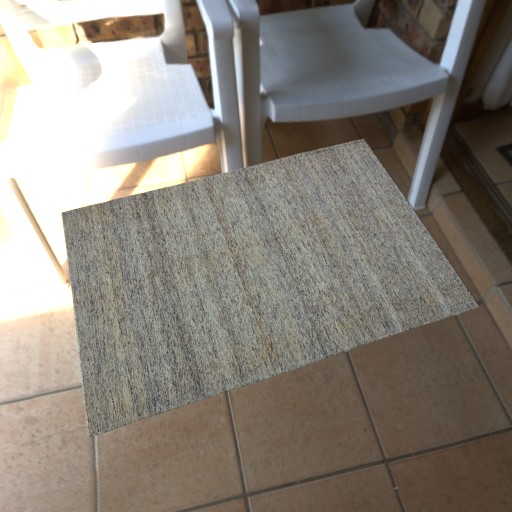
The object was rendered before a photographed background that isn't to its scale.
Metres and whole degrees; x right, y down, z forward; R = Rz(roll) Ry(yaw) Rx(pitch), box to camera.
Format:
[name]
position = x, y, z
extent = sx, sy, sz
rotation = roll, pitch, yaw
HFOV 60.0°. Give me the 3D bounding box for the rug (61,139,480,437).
[rug]
position = 0.000, 0.000, 2.276
extent = 1.846, 0.014, 1.243
rotation = -16, 58, -10
